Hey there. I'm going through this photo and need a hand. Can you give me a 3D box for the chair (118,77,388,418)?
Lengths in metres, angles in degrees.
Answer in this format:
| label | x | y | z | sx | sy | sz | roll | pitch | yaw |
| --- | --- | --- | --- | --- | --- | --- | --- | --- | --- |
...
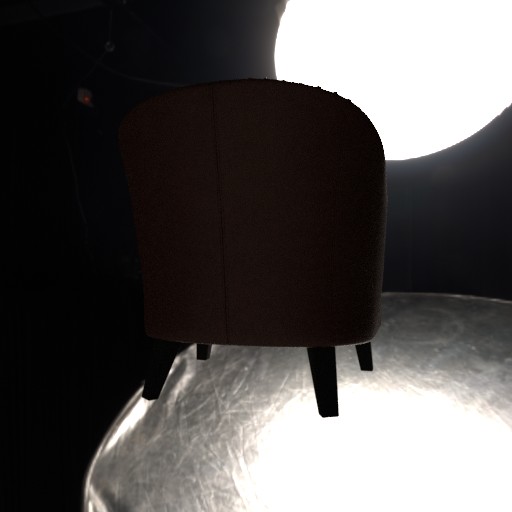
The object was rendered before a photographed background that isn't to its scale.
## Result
| label | x | y | z | sx | sy | sz | roll | pitch | yaw |
| --- | --- | --- | --- | --- | --- | --- | --- | --- | --- |
| chair | 0.000 | 0.000 | 1.395 | 0.794 | 0.823 | 0.748 | 0 | -2 | 17 |
